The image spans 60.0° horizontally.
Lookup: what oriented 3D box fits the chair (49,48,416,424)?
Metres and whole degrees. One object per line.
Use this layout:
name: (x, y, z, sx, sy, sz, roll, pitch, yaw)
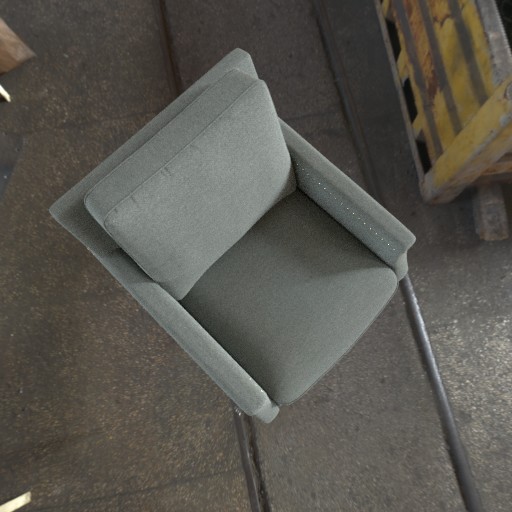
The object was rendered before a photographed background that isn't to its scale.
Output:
chair: (0.000, 0.000, 1.774, 1.031, 1.031, 0.885, 44, 80, 10)
